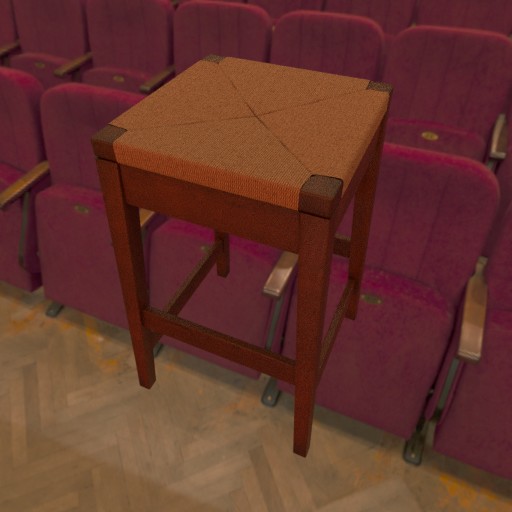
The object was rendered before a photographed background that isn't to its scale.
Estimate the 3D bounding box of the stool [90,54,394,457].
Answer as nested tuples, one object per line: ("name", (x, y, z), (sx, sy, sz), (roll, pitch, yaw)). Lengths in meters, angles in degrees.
("stool", (0.000, 0.000, 1.085), (0.497, 0.762, 0.507), (17, 46, 17))
